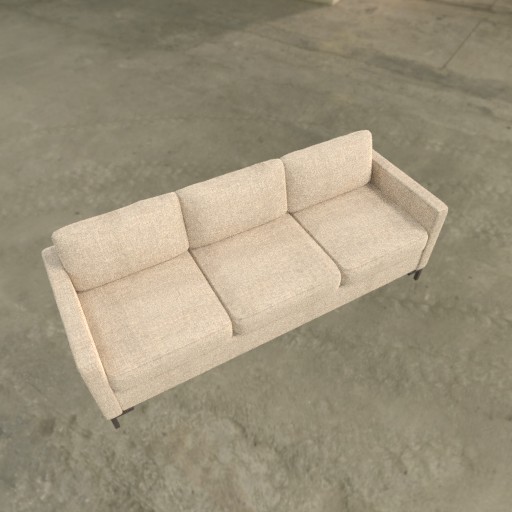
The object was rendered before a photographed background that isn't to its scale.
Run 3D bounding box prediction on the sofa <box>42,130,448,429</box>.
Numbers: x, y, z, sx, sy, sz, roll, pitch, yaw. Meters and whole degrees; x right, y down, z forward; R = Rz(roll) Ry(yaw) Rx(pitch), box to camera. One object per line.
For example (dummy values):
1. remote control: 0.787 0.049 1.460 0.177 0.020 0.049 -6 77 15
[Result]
1. sofa: 0.000 0.000 2.682 2.218 0.874 0.859 -22 50 -20
